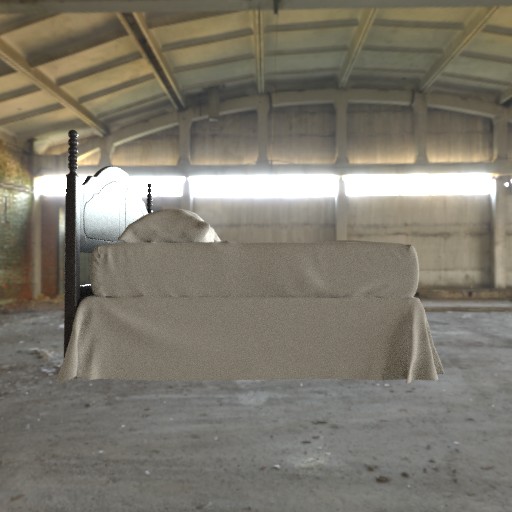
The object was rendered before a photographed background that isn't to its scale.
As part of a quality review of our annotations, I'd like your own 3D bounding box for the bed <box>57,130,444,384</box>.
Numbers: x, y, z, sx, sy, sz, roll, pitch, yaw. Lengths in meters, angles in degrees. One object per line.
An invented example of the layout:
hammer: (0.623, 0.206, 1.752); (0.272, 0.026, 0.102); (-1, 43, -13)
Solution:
bed: (0.000, 0.000, 3.198); (2.040, 1.356, 1.873); (0, -1, 1)
